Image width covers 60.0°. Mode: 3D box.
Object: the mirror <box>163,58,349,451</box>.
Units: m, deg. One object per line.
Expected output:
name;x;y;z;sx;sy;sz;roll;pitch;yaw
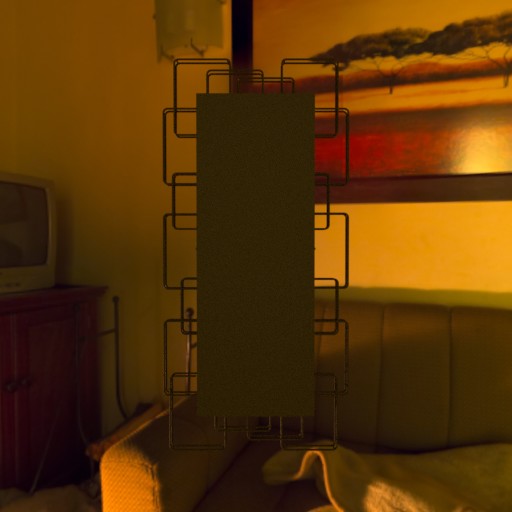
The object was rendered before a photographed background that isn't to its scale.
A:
mirror;0.000;0.000;1.362;0.565;1.192;0.037;0;1;0
